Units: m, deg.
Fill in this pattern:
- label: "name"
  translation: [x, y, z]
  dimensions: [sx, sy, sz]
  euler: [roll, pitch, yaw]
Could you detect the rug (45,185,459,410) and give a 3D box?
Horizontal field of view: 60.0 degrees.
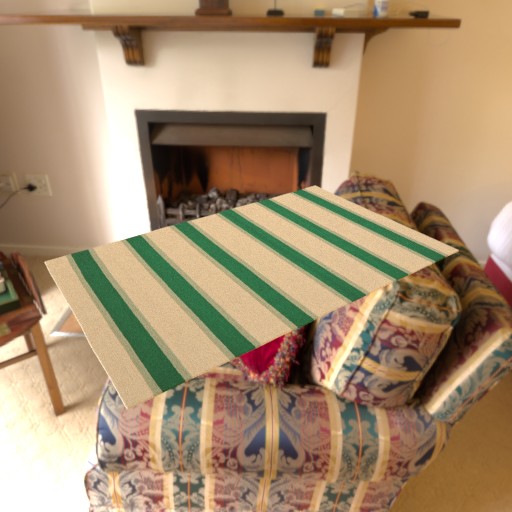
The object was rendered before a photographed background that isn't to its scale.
- label: "rug"
  translation: [0.000, 0.000, 3.060]
  dimensions: [2.436, 0.015, 1.521]
  euler: [-19, 35, -30]
